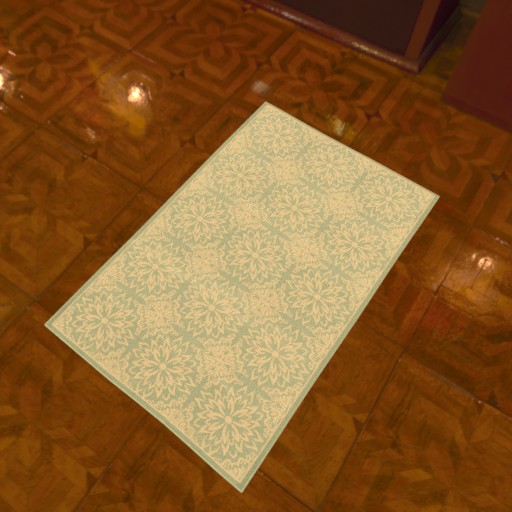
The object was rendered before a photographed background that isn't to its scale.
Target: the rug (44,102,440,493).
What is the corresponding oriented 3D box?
[{"bbox_3d":[0.000,0.000,3.483,1.819,0.018,2.746,34,68,15],"label":"rug"}]
